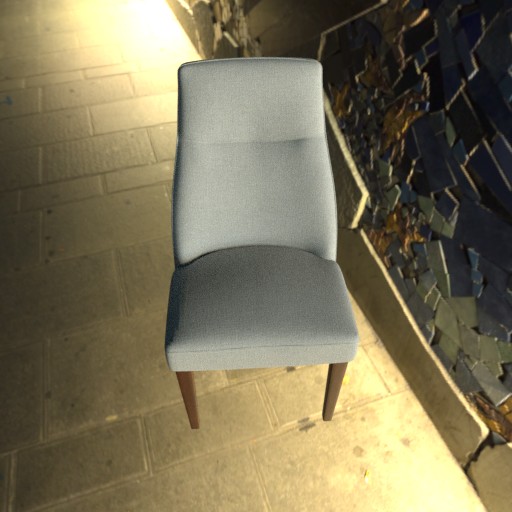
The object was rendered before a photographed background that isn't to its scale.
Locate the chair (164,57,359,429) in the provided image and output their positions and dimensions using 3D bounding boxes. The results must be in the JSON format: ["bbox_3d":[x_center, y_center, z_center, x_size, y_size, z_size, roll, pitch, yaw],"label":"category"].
[{"bbox_3d":[0.000,0.000,1.301,0.500,0.930,0.620,-3,46,-2],"label":"chair"}]
